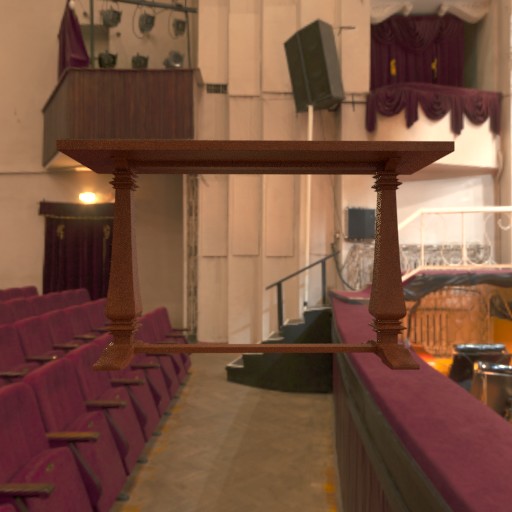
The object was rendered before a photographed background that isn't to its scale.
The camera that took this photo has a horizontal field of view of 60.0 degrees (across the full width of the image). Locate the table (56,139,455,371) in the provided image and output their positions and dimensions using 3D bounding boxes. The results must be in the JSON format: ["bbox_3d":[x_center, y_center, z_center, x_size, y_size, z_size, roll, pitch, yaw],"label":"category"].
[{"bbox_3d":[0.000,0.000,1.865,1.478,0.852,0.461,0,-1,-1],"label":"table"}]
